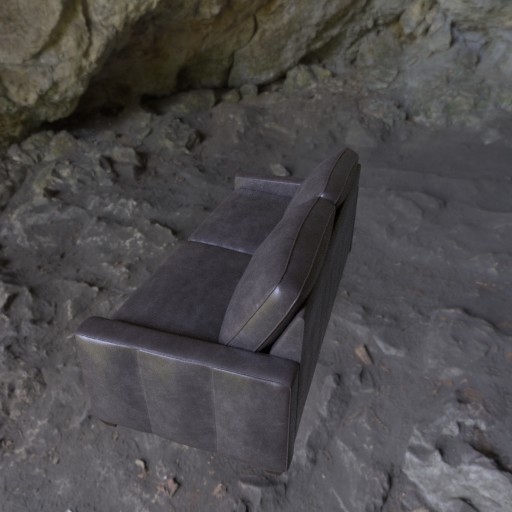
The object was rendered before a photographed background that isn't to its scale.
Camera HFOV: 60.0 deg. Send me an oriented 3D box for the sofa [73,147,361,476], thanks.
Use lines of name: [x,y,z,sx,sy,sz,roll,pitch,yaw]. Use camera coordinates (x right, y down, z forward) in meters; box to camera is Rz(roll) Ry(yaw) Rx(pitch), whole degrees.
sofa: [0.000,0.000,2.587,0.939,0.916,2.081,9,32,15]
